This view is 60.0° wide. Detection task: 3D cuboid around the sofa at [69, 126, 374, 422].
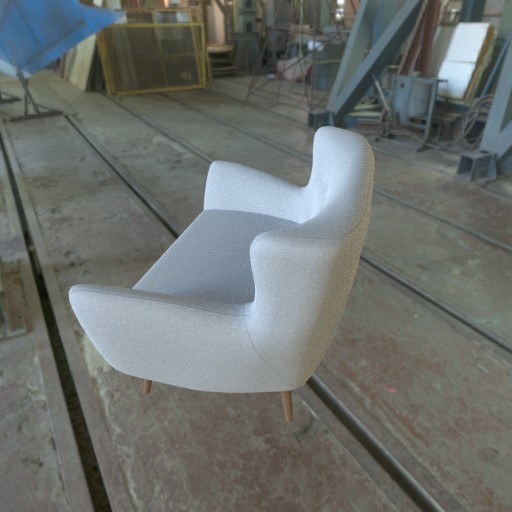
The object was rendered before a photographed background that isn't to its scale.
[{"bbox_3d":[0.000,0.000,1.970,0.921,0.878,1.424,7,30,13],"label":"sofa"}]
